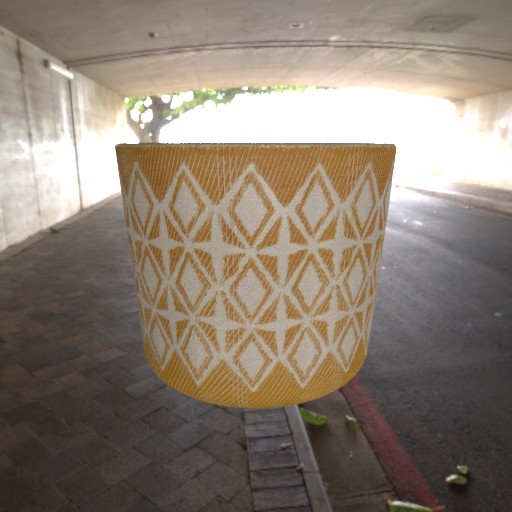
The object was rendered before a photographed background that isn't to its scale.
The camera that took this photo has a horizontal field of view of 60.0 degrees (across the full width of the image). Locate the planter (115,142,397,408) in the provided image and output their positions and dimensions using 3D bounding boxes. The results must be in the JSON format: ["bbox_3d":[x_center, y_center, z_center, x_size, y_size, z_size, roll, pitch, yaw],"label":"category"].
[{"bbox_3d":[0.000,0.000,0.336,0.193,0.165,0.193,0,14,0],"label":"planter"}]
